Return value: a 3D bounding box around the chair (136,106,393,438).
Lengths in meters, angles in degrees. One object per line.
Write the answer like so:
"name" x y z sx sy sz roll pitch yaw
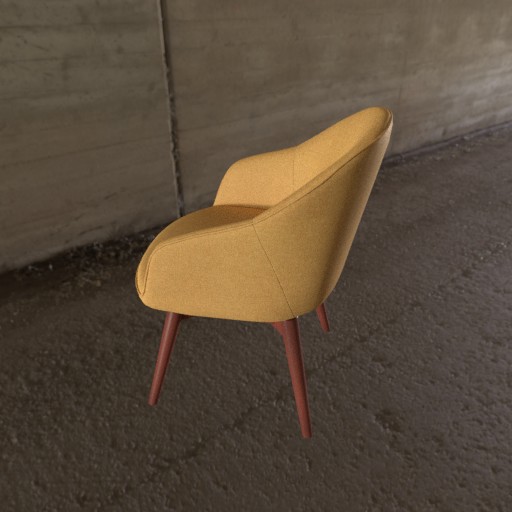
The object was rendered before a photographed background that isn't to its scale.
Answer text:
"chair" 0.000 0.000 1.261 0.635 0.823 0.596 7 31 12
